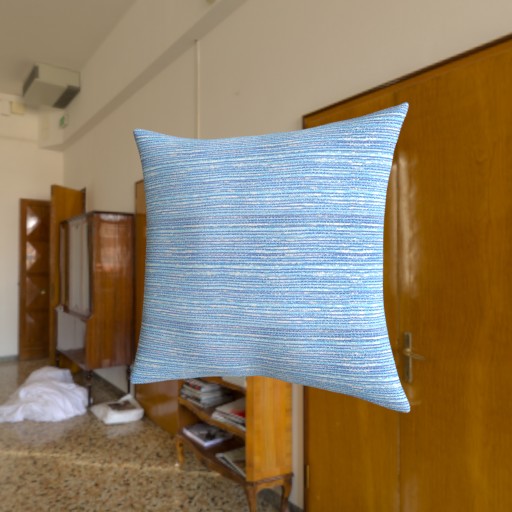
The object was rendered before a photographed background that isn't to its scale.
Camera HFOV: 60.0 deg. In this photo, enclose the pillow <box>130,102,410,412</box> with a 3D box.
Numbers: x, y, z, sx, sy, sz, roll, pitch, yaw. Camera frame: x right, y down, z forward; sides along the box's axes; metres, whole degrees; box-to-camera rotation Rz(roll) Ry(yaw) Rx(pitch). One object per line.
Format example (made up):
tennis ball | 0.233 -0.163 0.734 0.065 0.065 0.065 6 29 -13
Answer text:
pillow | 0.000 0.000 0.786 0.514 0.497 0.150 0 -1 18
